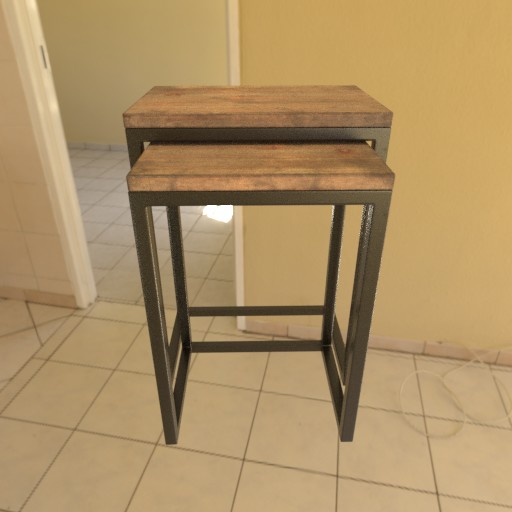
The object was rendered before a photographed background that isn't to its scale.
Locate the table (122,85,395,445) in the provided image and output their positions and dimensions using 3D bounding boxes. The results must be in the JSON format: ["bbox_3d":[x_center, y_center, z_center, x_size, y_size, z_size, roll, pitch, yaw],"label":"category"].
[{"bbox_3d":[0.000,0.000,0.936,0.456,0.615,0.460,1,29,1],"label":"table"}]
